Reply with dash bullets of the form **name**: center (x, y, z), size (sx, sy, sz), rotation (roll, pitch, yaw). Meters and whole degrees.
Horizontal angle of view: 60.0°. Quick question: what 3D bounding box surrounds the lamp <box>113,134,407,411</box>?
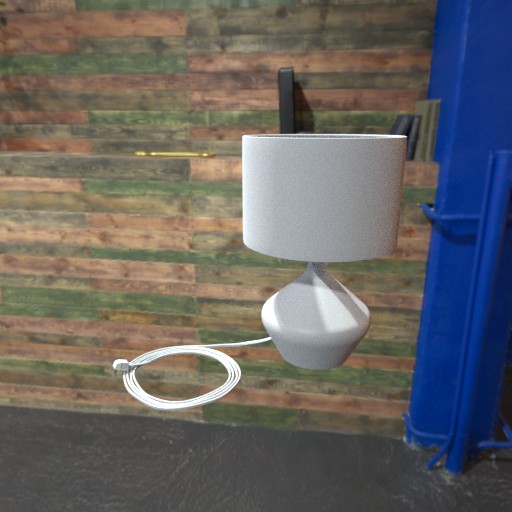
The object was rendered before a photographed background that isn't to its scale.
- **lamp**: center (0.000, 0.000, 0.876), size (0.546, 0.457, 0.401), rotation (3, 17, 8)
